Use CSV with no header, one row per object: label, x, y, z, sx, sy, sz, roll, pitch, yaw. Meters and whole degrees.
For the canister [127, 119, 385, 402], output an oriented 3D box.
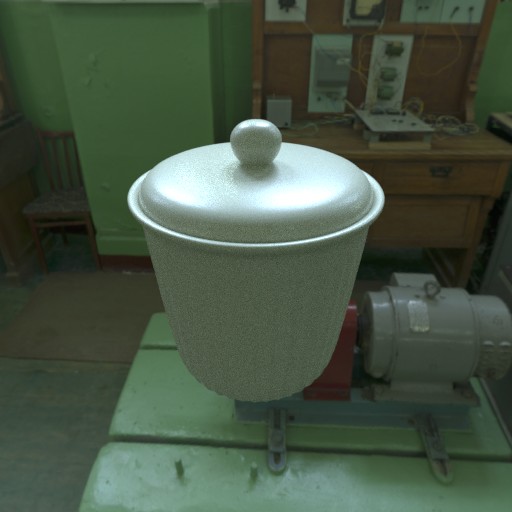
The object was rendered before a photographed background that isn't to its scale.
canister,0.000,0.000,0.351,0.181,0.211,0.181,0,31,0
